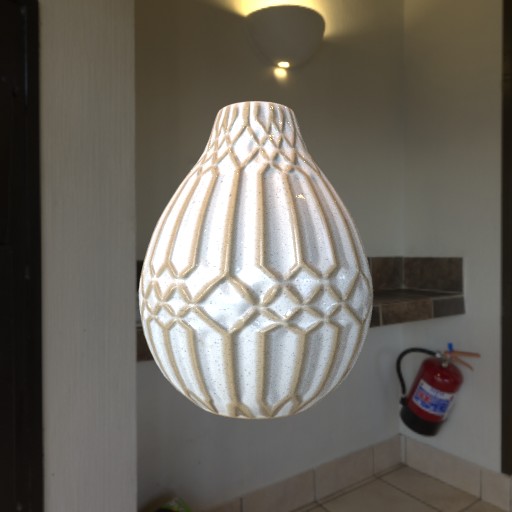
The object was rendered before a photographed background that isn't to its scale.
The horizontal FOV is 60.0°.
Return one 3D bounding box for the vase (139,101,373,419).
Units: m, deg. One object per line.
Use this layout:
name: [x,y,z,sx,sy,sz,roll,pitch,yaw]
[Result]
vase: [0.000,0.000,0.312,0.159,0.200,0.159,0,1,0]
